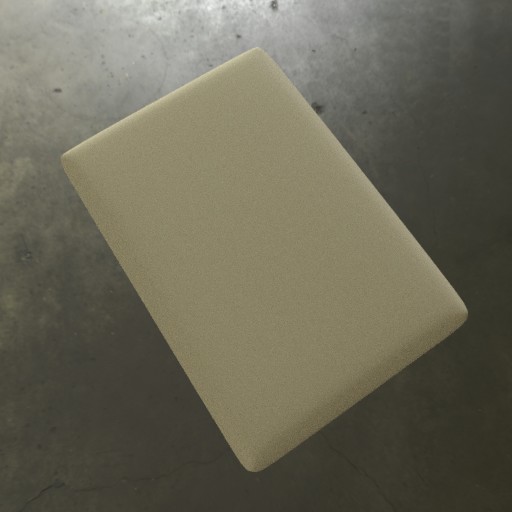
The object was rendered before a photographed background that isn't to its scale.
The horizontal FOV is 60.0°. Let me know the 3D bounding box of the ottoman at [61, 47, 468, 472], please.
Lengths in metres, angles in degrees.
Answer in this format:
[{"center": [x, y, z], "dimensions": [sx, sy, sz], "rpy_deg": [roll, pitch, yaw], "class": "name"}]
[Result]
[{"center": [0.000, 0.000, 1.180], "dimensions": [0.581, 0.497, 0.835], "rpy_deg": [-33, 77, -8], "class": "ottoman"}]
